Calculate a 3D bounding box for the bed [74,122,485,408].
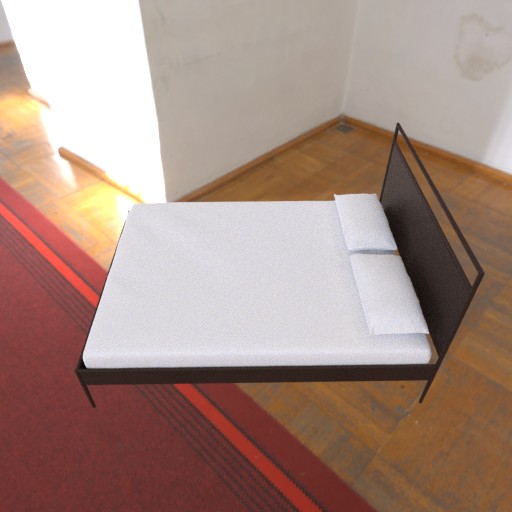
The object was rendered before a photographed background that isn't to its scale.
[{"bbox_3d":[0.000,0.000,3.029,2.122,1.173,1.572,-1,42,-1],"label":"bed"}]
